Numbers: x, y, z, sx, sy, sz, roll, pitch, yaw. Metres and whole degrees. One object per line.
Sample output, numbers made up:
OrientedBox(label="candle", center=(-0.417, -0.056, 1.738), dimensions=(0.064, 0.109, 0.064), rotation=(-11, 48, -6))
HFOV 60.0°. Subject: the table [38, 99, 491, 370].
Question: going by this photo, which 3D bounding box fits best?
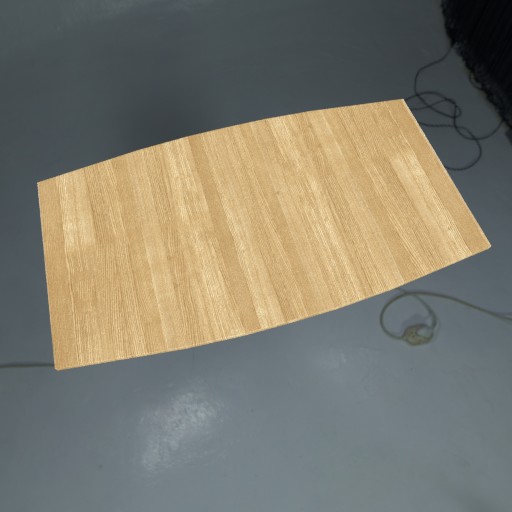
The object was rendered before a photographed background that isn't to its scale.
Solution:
OrientedBox(label="table", center=(0.000, 0.000, 2.047), dimensions=(1.598, 0.748, 0.900), rotation=(-15, 65, -7))
